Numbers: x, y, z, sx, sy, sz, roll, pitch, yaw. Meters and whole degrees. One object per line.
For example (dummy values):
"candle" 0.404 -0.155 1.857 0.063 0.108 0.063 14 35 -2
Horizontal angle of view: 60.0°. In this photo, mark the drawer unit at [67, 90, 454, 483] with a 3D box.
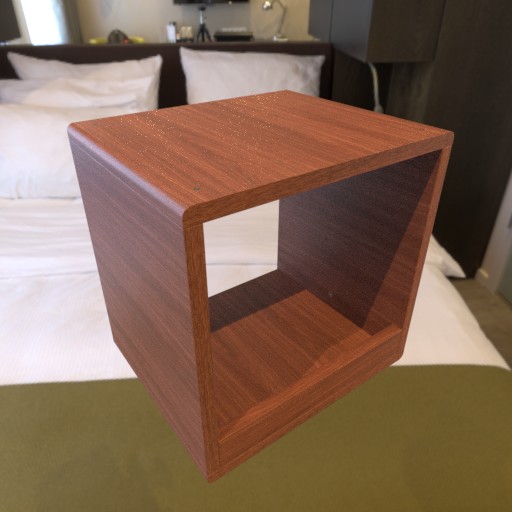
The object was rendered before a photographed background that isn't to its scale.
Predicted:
"drawer unit" 0.000 0.000 0.606 0.349 0.351 0.290 -21 37 -30
